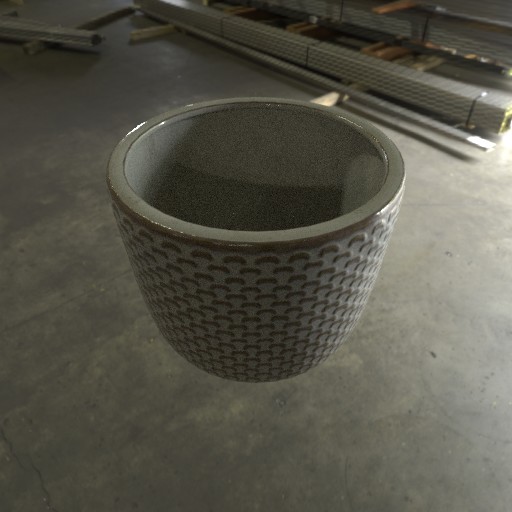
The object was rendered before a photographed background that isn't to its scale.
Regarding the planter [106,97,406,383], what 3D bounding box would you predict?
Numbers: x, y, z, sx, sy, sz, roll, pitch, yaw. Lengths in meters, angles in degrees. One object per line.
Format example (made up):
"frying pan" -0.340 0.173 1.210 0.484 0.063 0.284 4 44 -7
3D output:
"planter" 0.000 0.000 0.250 0.139 0.130 0.139 0 41 0
